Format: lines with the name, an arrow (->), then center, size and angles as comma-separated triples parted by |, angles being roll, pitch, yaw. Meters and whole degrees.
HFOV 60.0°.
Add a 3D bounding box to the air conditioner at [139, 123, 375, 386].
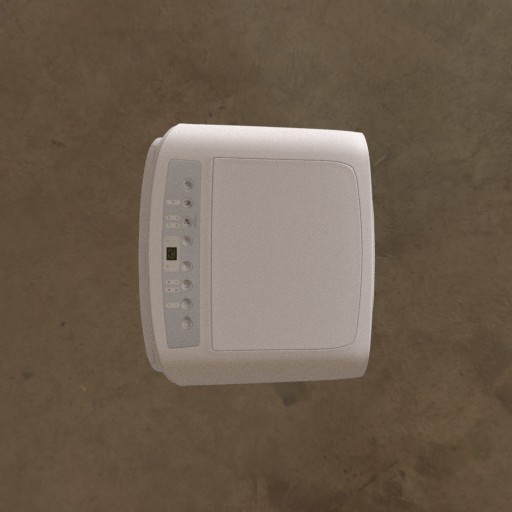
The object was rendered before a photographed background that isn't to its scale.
air conditioner -> 0.000, 0.000, 1.075 | 0.467, 0.765, 0.478 | 0, 90, 1
